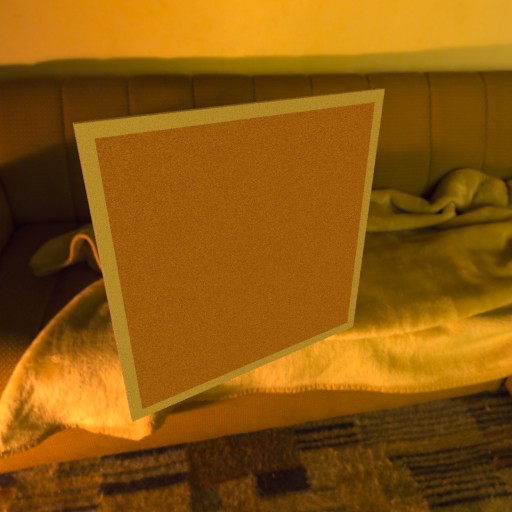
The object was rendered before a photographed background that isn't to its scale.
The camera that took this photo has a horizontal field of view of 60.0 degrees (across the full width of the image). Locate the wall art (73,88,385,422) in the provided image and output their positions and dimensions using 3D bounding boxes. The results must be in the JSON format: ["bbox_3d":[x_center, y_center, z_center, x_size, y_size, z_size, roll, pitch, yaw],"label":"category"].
[{"bbox_3d":[0.000,0.000,0.688,0.456,0.457,0.009,-17,33,-27],"label":"wall art"}]
